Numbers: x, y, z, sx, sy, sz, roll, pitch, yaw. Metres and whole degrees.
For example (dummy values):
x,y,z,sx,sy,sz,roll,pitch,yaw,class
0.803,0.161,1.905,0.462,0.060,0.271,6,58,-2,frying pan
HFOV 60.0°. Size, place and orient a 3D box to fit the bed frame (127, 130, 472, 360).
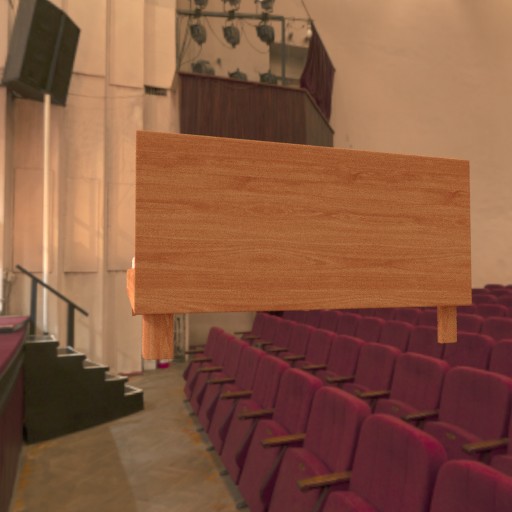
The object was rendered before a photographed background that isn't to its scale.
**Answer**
x,y,z,sx,sy,sz,roll,pitch,yaw,class
0.000,0.000,3.023,1.660,0.940,2.092,1,-2,-17,bed frame
